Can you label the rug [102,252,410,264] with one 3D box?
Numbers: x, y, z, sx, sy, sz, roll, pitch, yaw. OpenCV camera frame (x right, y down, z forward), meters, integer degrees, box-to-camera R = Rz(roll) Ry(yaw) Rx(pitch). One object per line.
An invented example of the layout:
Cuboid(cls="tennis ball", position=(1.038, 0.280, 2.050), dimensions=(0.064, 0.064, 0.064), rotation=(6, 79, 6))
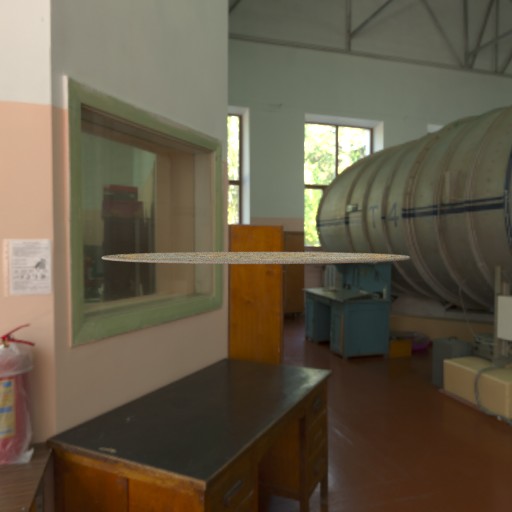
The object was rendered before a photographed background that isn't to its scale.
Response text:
Cuboid(cls="rug", position=(0.000, 0.000, 2.430), dimensions=(1.598, 0.010, 1.598), rotation=(0, 2, 0))
